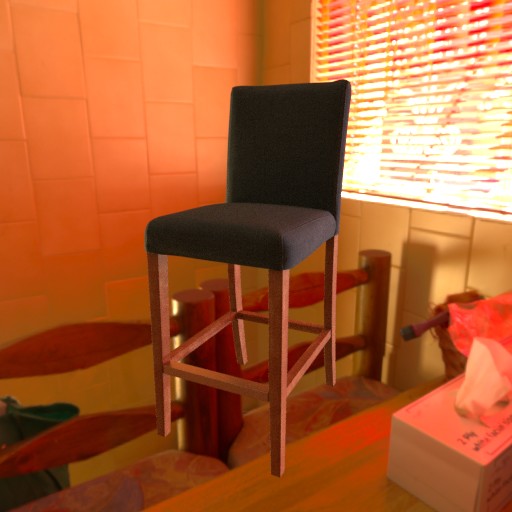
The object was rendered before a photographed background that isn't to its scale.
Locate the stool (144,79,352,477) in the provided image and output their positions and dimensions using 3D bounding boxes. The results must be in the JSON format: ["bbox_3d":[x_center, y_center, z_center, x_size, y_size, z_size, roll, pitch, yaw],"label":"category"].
[{"bbox_3d":[0.000,0.000,1.409,0.454,1.088,0.574,7,16,25],"label":"stool"}]
